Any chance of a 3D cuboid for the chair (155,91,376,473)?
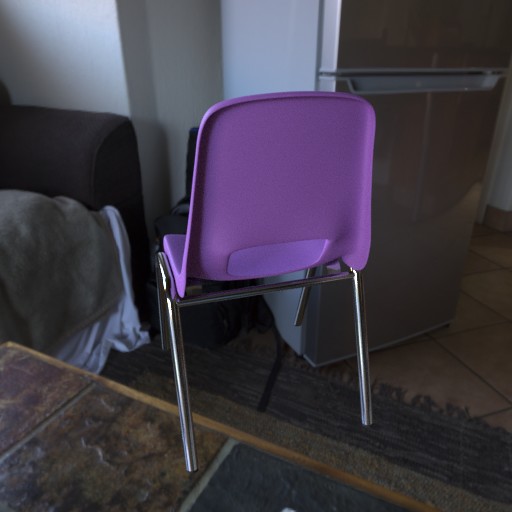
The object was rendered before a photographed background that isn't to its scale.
[{"bbox_3d":[0.000,0.000,0.670,0.291,0.493,0.301,-8,27,-16],"label":"chair"}]
